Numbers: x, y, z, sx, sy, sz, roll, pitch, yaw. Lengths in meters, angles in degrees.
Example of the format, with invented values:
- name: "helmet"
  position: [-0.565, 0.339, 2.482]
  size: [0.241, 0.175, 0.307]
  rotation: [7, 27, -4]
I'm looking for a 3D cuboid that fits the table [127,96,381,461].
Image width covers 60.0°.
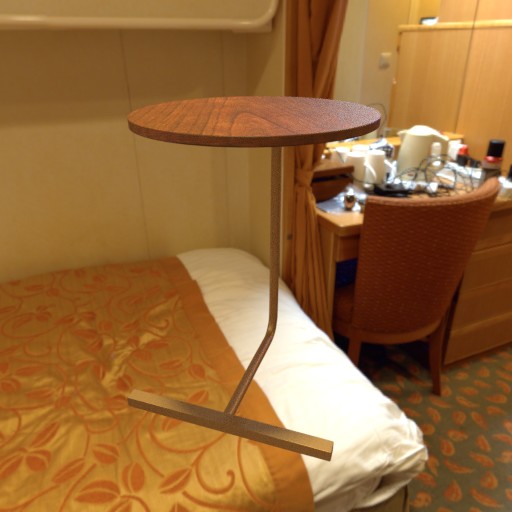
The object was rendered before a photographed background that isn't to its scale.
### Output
- name: "table"
  position: [0.000, 0.000, 1.124]
  size: [0.530, 0.706, 0.577]
  rotation: [8, 27, 17]
